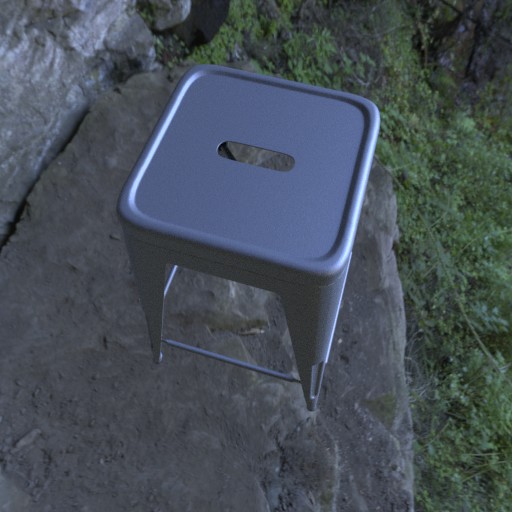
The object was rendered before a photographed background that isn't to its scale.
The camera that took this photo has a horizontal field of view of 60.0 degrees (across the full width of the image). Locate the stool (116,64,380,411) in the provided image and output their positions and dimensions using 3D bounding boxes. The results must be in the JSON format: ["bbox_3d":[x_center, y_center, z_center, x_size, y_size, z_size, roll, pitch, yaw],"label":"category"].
[{"bbox_3d":[0.000,0.000,0.867,0.406,0.610,0.406,15,64,7],"label":"stool"}]
